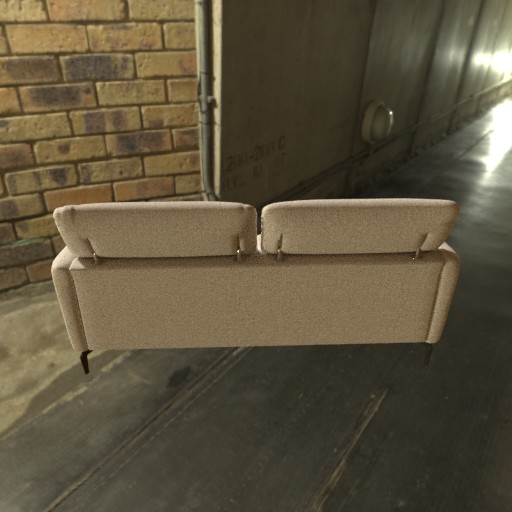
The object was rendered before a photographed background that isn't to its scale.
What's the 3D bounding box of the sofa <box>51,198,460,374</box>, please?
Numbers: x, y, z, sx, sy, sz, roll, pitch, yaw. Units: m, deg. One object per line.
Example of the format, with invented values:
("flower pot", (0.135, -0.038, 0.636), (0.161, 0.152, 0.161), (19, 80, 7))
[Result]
("sofa", (0.000, 0.000, 2.495), (2.015, 0.956, 0.856), (-1, 30, -2))
